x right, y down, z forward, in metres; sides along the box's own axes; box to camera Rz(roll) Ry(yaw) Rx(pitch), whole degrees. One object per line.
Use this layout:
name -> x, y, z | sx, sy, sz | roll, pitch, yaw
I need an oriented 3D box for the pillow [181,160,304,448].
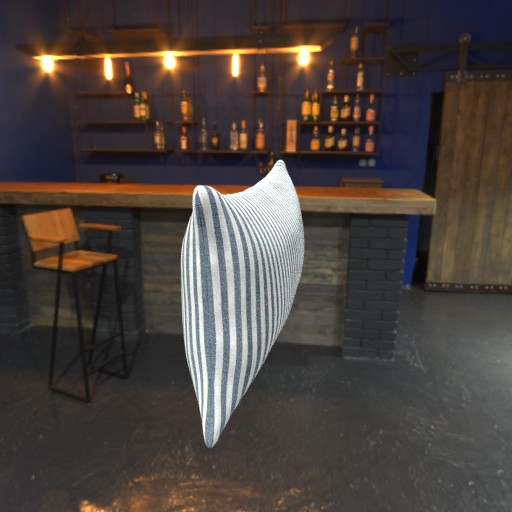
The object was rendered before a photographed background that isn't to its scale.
pillow -> 0.000, 0.000, 0.750 | 0.151, 0.295, 0.617 | 3, 15, 10
